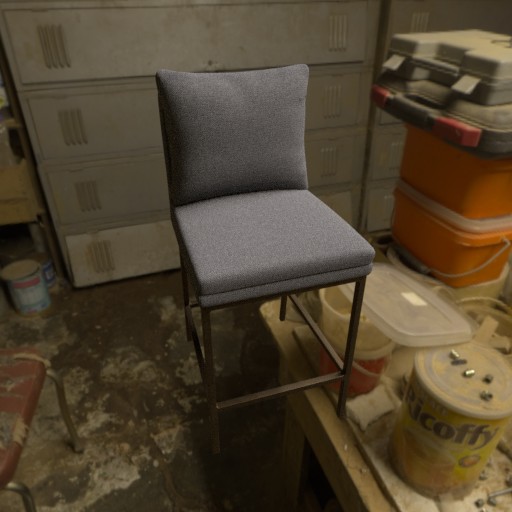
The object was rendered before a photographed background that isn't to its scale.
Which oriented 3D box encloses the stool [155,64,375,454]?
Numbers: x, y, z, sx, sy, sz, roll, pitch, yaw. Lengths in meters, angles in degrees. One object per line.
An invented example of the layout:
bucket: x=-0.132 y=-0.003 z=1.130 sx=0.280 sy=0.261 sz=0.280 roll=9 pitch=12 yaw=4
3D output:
stool: x=0.000 y=0.000 z=1.359 sx=0.463 sy=1.031 sz=0.569 roll=-10 pitch=34 yaw=-15
